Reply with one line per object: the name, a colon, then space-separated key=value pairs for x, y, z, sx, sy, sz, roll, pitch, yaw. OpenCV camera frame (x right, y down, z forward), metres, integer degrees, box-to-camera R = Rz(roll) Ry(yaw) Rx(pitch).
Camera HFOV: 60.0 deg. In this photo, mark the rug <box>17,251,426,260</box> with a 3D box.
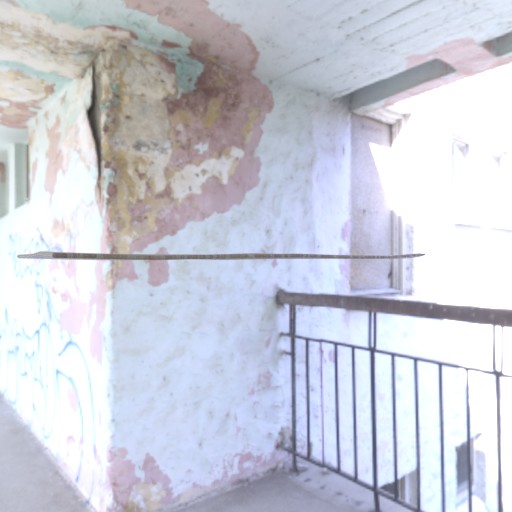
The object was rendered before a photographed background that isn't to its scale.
rug: x=0.000 y=0.000 z=2.672 sx=2.452 sy=0.051 sz=0.752 roll=0 pitch=-1 yaw=-37
